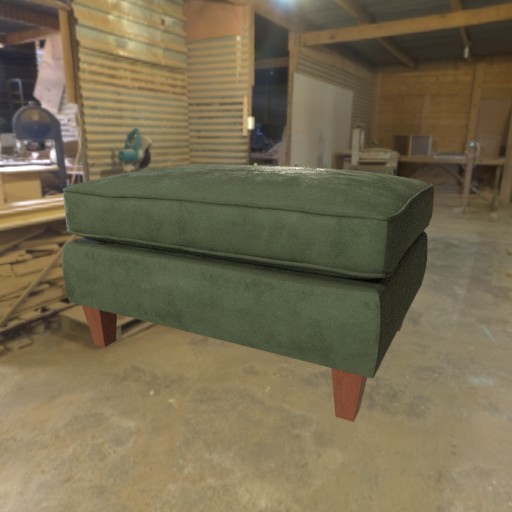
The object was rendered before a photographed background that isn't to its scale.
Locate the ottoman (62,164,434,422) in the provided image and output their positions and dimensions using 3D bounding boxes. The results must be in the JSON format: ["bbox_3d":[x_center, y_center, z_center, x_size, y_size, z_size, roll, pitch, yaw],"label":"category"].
[{"bbox_3d":[0.000,0.000,1.262,0.864,0.495,0.632,8,18,27],"label":"ottoman"}]
